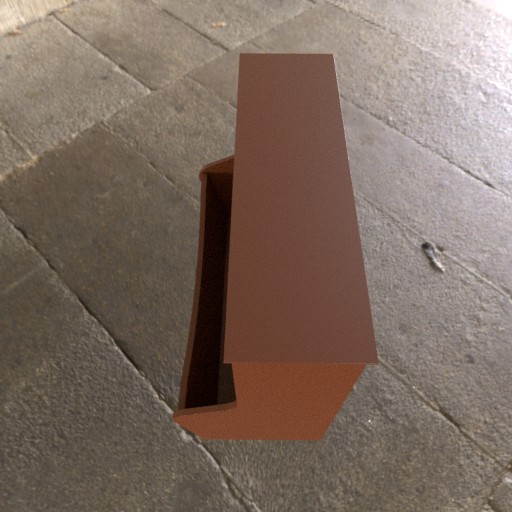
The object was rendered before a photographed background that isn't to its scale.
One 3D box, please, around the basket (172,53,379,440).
[{"bbox_3d":[0.000,0.000,1.143,0.376,0.625,0.792,0,57,0],"label":"basket"}]
